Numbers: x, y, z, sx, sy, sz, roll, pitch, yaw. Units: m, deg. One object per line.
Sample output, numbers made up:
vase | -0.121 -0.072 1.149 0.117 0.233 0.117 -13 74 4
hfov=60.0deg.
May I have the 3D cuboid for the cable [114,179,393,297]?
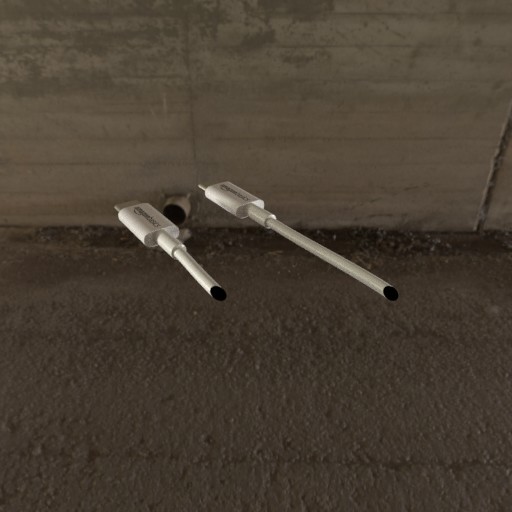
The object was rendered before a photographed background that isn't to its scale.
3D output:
cable | 0.000 0.000 0.114 0.041 0.005 0.098 -20 37 -30
